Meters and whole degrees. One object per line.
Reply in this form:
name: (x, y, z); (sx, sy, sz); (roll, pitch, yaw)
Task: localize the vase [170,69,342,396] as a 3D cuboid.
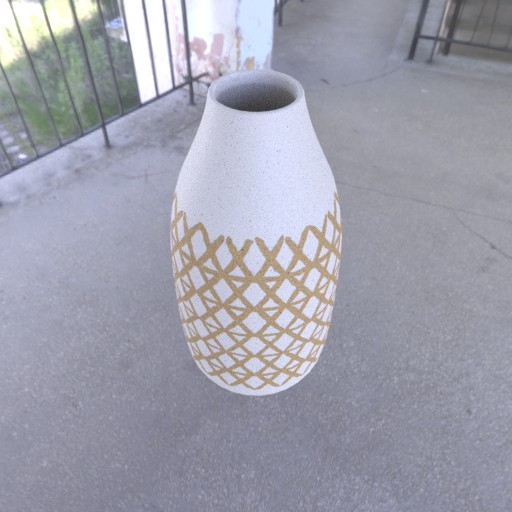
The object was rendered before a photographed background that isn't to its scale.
vase: (0.000, 0.000, 0.485); (0.186, 0.380, 0.186); (0, 47, 0)
